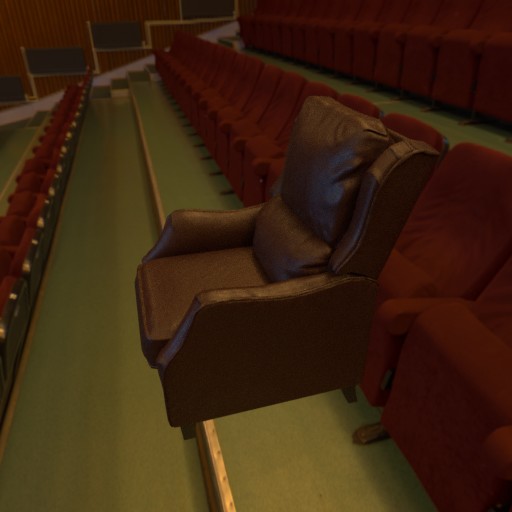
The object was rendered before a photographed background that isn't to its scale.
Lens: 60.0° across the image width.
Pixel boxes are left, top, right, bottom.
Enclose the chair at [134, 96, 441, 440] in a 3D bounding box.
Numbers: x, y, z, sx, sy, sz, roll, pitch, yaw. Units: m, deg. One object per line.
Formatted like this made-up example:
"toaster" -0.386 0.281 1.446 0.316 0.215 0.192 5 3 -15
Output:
"chair" 0.000 0.000 1.788 0.982 1.132 0.770 -8 31 -14
